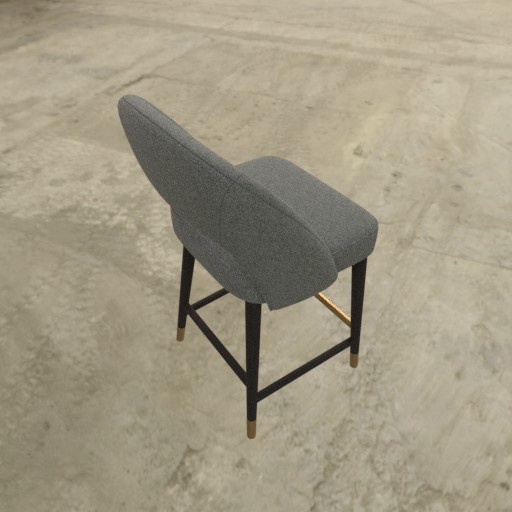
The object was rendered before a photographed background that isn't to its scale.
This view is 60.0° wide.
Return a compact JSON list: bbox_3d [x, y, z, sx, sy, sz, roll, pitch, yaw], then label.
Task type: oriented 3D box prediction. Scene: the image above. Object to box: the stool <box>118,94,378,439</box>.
[{"bbox_3d":[0.000,0.000,1.225,0.524,0.925,0.536,-25,47,-26],"label":"stool"}]
